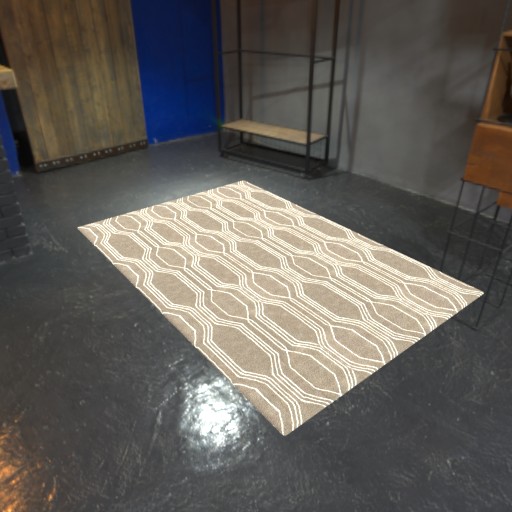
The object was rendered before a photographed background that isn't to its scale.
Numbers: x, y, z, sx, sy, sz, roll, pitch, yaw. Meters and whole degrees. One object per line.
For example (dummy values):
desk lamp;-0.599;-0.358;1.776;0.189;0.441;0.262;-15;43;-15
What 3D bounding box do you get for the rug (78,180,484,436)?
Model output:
rug;0.000;0.000;2.332;1.239;0.012;1.836;-22;37;-33
